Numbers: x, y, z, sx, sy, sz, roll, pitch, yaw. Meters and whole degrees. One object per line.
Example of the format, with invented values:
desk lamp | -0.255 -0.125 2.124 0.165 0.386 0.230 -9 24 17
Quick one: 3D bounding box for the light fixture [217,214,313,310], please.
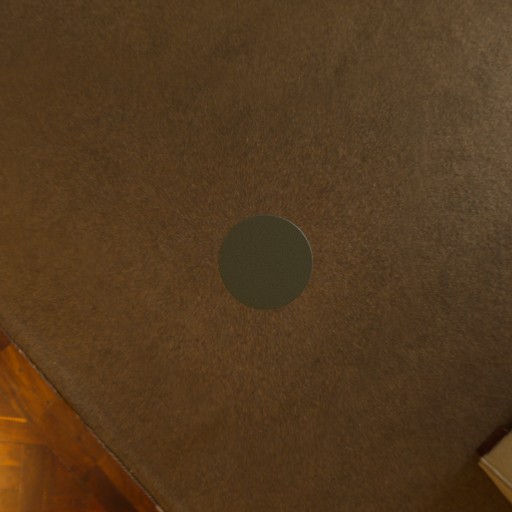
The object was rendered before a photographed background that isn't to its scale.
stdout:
light fixture | 0.000 0.000 1.263 0.178 1.181 0.178 0 91 -1
